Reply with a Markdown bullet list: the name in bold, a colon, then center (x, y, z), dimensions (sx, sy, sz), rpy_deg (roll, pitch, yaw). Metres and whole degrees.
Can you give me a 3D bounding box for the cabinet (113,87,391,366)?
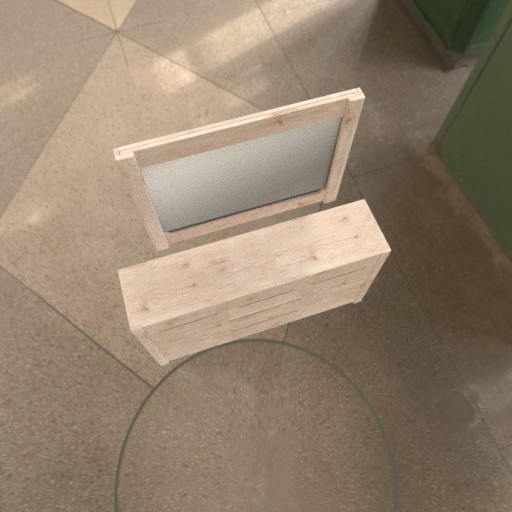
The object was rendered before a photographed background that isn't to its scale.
- **cabinet**: center (0.000, 0.000, 2.767), dimensions (1.700, 1.981, 0.420), rpy_deg (-16, 65, -8)
